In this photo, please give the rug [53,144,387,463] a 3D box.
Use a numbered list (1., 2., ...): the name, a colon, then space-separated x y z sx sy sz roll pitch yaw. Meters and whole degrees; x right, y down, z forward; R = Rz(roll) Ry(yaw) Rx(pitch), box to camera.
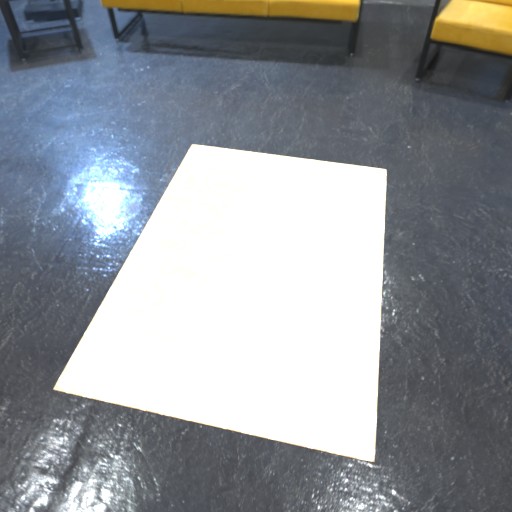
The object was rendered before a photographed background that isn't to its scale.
1. rug: 0.000 0.000 2.718 1.524 0.010 2.134 9 48 9
